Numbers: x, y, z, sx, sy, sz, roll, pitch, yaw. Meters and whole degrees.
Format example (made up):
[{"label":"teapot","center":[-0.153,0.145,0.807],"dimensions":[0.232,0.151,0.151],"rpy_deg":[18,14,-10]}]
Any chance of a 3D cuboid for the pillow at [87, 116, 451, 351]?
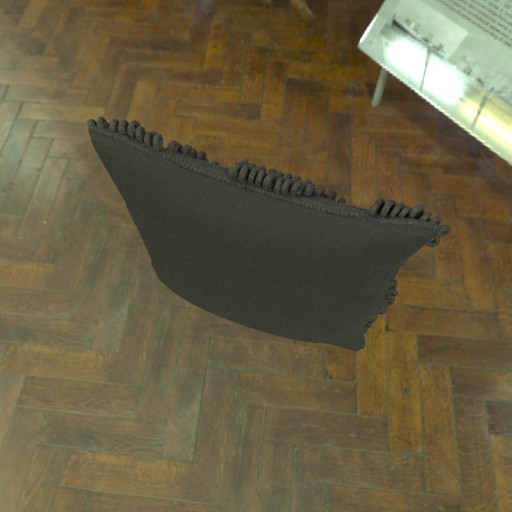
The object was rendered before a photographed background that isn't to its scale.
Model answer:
[{"label":"pillow","center":[0.000,0.000,0.732],"dimensions":[0.470,0.467,0.172],"rpy_deg":[18,64,9]}]
